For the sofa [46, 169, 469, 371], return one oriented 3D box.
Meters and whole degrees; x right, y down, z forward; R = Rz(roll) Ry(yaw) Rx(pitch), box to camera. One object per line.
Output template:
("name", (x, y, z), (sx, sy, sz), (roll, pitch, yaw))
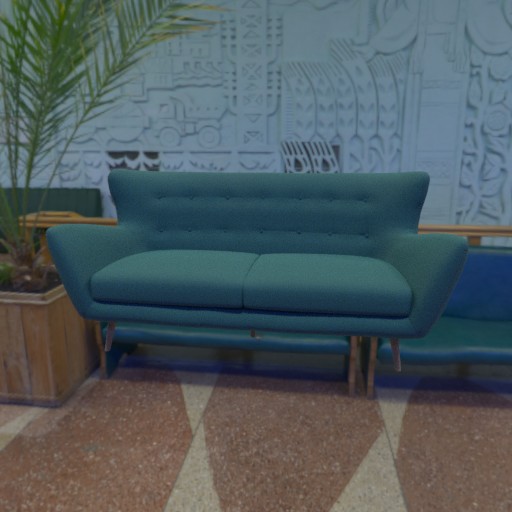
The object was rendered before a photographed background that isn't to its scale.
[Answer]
("sofa", (0.000, 0.000, 2.398), (1.930, 0.890, 0.889), (2, 14, 8))
